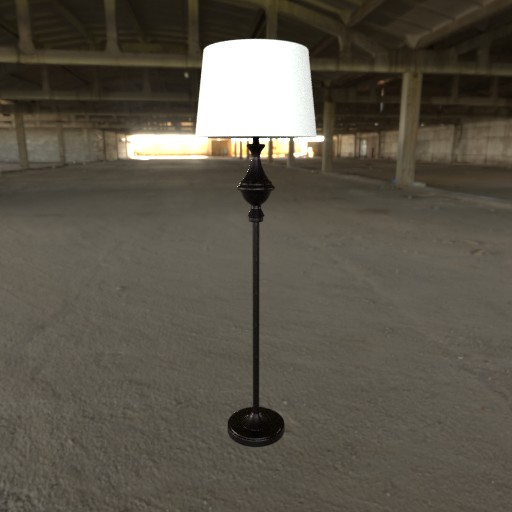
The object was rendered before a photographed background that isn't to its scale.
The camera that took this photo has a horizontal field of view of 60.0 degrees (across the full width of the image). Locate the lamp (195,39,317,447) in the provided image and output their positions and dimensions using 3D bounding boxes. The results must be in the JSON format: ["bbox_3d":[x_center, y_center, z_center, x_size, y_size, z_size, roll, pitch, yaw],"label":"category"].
[{"bbox_3d":[0.000,0.000,1.676,0.431,1.484,0.431,0,14,0],"label":"lamp"}]
